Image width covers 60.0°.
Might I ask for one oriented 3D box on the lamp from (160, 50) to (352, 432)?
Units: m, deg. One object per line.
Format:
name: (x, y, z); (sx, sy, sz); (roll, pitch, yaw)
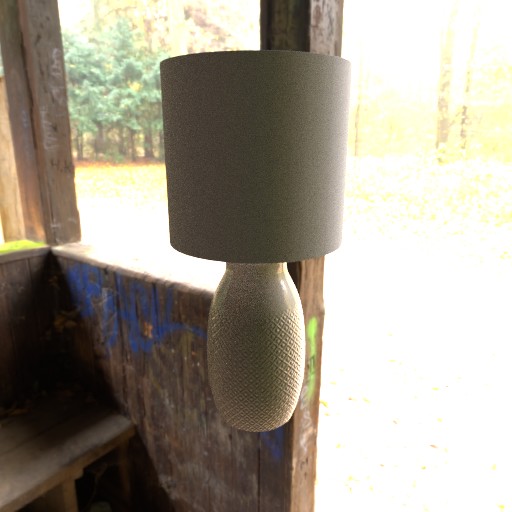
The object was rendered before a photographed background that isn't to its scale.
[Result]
lamp: (0.000, 0.000, 0.571); (0.217, 0.453, 0.217); (3, 16, 9)
